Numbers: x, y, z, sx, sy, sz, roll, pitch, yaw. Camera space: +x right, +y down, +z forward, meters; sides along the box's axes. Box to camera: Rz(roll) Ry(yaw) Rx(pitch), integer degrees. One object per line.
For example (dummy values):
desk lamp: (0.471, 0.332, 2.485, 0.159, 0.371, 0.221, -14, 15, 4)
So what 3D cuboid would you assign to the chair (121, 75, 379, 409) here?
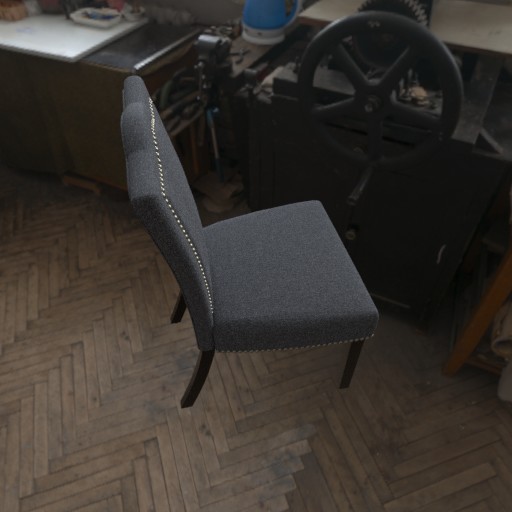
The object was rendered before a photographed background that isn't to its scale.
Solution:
chair: (0.000, 0.000, 1.288, 0.589, 0.946, 0.518, -10, 47, -9)
